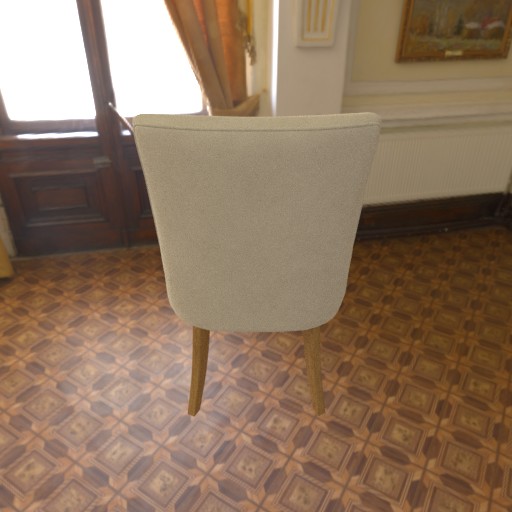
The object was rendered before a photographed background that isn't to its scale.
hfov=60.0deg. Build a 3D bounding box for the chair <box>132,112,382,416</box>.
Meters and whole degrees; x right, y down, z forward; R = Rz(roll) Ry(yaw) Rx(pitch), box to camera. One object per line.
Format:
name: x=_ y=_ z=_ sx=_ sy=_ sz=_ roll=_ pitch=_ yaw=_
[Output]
chair: x=0.000 y=0.000 z=1.267 sx=0.495 sy=0.902 sz=0.610 roll=0 pitch=30 yaw=0
